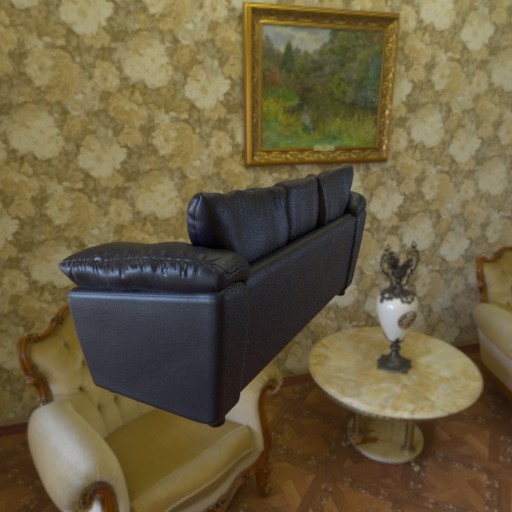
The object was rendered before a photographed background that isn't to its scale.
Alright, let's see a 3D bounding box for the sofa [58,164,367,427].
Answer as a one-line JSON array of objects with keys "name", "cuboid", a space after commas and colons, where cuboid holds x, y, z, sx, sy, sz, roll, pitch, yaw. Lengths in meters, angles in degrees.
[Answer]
[{"name": "sofa", "cuboid": [0.000, 0.000, 2.862, 0.880, 1.073, 2.336, 8, 17, 26]}]
